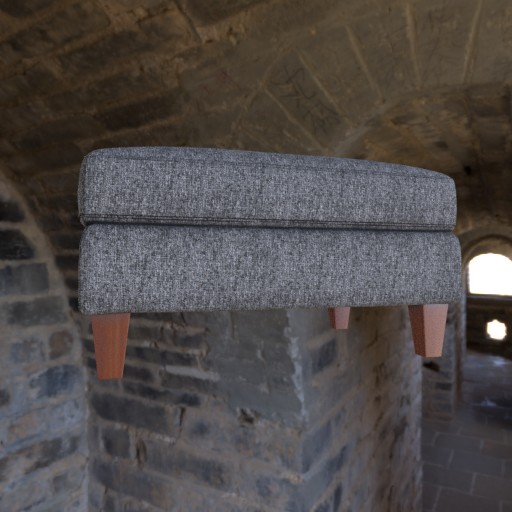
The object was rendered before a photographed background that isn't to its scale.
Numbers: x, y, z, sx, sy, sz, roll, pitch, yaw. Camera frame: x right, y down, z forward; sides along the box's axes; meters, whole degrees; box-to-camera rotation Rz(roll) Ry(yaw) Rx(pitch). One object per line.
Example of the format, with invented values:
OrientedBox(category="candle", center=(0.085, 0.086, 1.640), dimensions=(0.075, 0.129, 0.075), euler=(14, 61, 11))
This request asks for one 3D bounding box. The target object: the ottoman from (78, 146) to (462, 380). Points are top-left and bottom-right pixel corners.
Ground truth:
OrientedBox(category="ottoman", center=(0.000, 0.000, 1.195), dimensions=(0.864, 0.483, 0.584), euler=(0, -1, -16))
